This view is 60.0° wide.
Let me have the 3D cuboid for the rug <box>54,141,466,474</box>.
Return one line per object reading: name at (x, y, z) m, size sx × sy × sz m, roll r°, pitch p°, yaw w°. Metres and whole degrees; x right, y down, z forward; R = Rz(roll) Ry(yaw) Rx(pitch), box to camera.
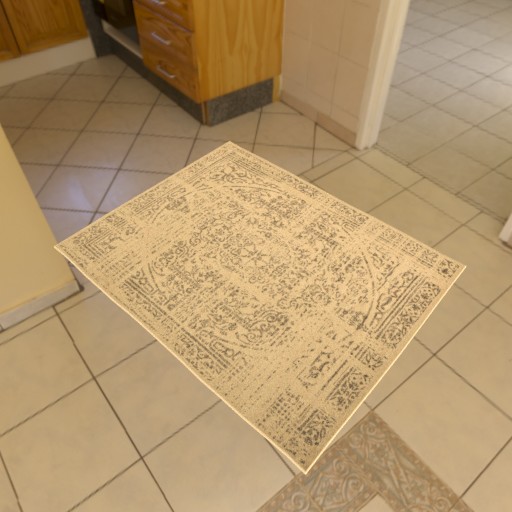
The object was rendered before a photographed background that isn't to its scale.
rug at (0.000, 0.000, 3.966) m, size 2.921 × 0.032 × 2.311 m, roll 34°, pitch 56°, yaw 27°
